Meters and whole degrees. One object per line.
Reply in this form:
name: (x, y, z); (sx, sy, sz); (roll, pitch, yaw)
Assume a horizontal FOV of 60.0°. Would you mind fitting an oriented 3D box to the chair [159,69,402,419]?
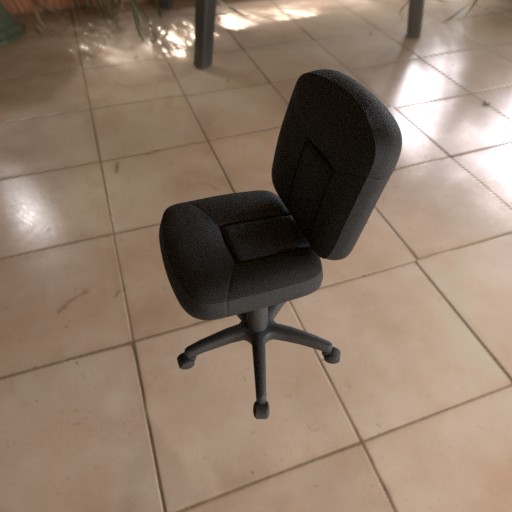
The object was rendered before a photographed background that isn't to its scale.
chair: (0.000, 0.000, 1.362); (0.610, 0.972, 0.610); (-15, 49, -14)
